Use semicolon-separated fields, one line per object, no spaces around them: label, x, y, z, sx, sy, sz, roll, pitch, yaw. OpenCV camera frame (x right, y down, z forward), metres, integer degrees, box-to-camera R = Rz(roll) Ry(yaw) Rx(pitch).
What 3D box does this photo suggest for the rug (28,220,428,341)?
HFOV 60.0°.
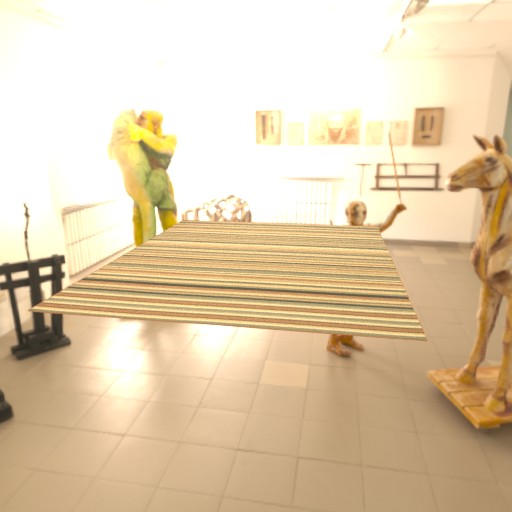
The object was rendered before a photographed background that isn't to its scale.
rug;0.000;0.000;4.060;2.436;0.011;3.045;3;16;9
